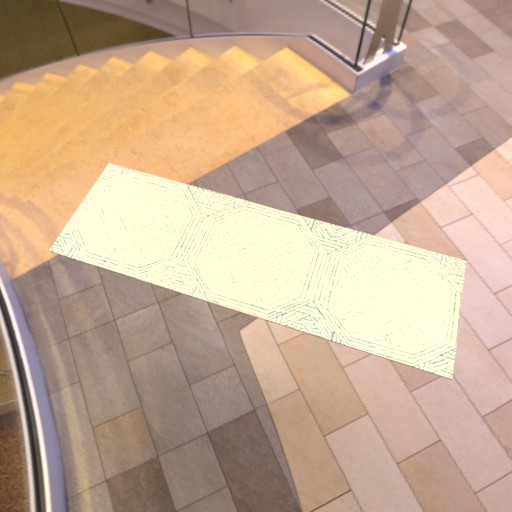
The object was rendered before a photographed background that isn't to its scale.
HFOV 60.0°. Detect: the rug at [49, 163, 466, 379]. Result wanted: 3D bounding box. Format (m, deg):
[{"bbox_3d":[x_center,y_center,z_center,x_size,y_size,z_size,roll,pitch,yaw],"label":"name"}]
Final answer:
[{"bbox_3d":[0.000,0.000,2.728,2.452,0.012,0.775,16,60,10],"label":"rug"}]
